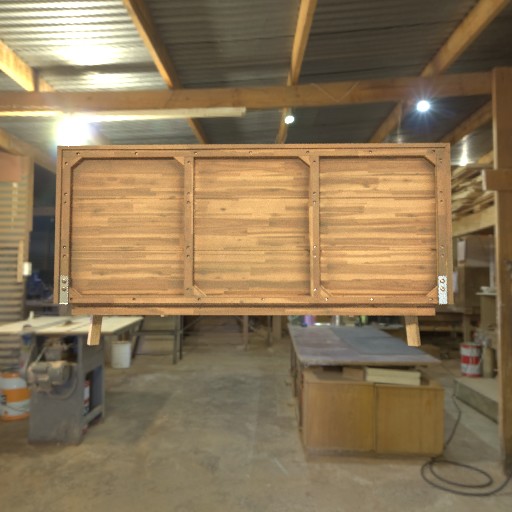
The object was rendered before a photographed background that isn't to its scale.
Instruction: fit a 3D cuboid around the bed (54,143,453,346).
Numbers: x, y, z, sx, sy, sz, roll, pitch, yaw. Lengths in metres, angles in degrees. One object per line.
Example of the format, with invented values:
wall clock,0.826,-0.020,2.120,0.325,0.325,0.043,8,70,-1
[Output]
bed,0.000,0.000,3.433,2.116,1.100,2.167,0,-3,1
